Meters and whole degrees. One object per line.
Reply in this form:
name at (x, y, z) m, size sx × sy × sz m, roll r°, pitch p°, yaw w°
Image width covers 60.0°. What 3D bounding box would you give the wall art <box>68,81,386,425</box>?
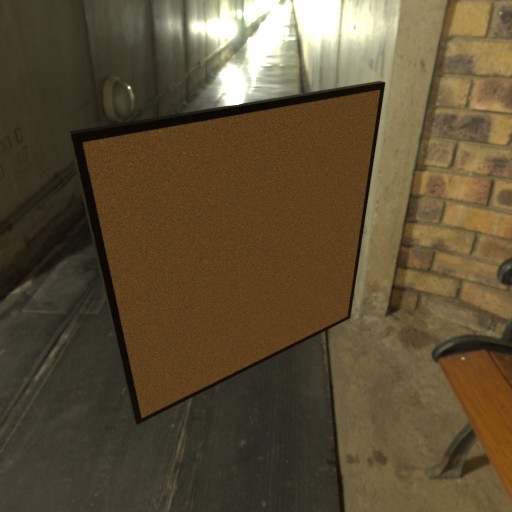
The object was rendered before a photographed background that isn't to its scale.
wall art at (0.000, 0.000, 0.680) m, size 0.457 × 0.458 × 0.012 m, roll -20°, pitch 38°, yaw -28°
